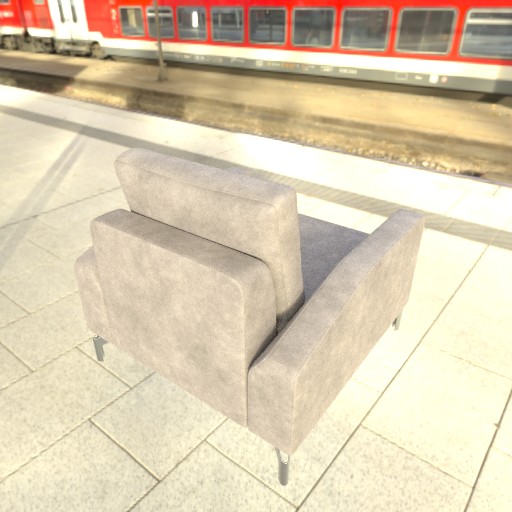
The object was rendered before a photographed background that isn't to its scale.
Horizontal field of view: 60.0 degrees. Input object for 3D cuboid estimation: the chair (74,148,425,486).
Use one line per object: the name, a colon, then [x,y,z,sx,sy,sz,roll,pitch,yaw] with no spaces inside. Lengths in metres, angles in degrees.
chair: [0.000,0.000,1.583,0.900,0.800,0.900,20,36,31]
